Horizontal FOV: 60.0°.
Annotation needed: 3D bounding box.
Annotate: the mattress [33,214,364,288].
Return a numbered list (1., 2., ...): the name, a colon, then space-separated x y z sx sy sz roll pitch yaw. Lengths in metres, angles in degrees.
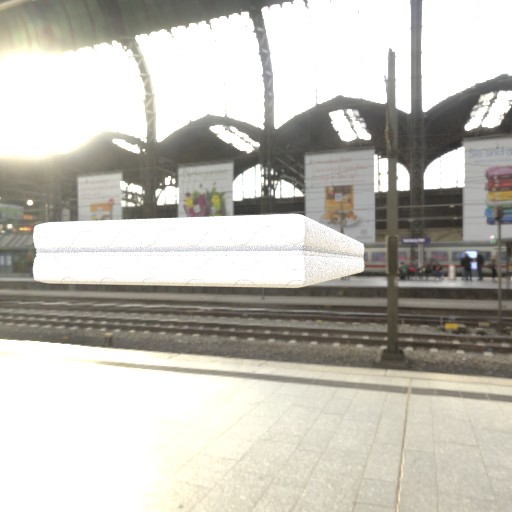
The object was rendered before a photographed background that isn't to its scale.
1. mattress: 0.000 0.000 2.193 0.900 0.200 1.900 0 -1 18
